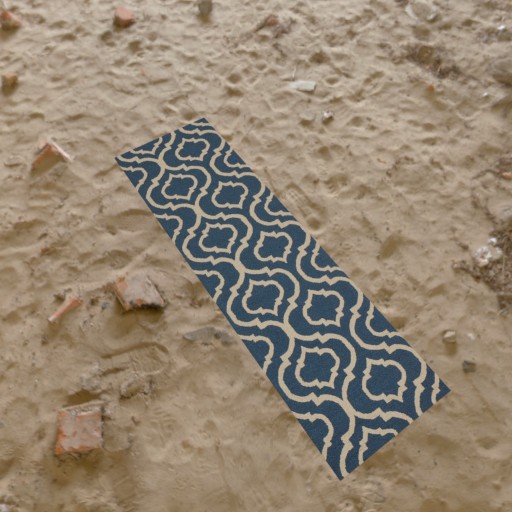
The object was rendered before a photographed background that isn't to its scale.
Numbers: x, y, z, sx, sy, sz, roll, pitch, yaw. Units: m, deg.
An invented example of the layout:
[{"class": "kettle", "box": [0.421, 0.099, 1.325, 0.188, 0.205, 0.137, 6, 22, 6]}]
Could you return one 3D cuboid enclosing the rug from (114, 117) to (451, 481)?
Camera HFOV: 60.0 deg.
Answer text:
[{"class": "rug", "box": [0.000, 0.000, 2.513, 0.685, 0.006, 2.296, -30, 63, -17]}]
